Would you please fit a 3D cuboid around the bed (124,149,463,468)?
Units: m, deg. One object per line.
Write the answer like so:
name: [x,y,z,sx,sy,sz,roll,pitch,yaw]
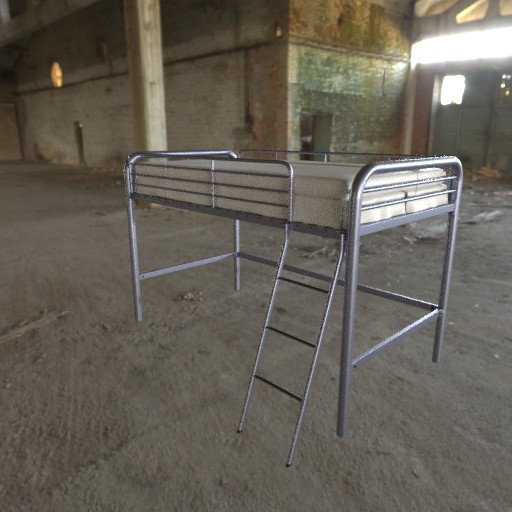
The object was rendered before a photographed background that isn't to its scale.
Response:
bed: [0.000,0.000,2.876,1.415,1.288,1.965,-14,21,-42]
